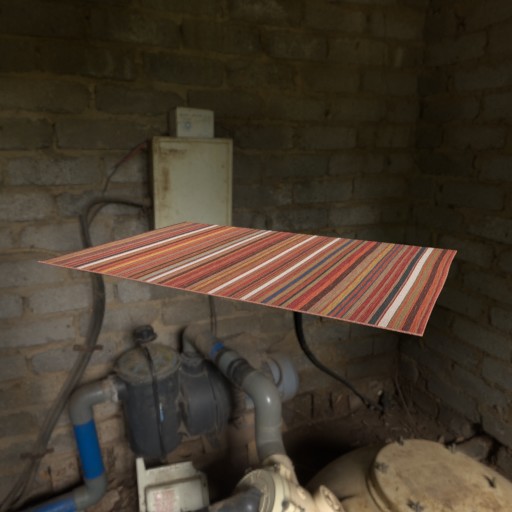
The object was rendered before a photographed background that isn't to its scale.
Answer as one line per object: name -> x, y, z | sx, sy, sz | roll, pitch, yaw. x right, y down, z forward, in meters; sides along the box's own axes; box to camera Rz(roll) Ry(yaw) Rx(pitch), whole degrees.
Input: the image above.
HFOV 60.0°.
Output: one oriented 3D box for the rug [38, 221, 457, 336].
rug -> 0.000, 0.000, 2.311 | 1.828, 0.007, 1.217 | 8, 17, 27
